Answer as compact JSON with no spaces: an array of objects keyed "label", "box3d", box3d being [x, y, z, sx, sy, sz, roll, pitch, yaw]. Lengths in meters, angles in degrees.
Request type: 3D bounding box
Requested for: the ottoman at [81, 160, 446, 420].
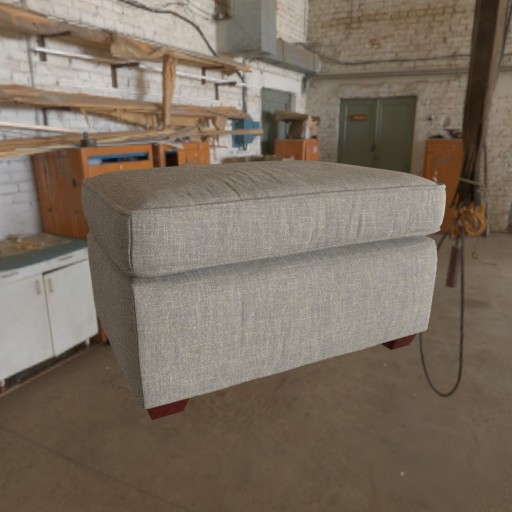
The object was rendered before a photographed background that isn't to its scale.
[{"label":"ottoman","box3d":[0.000,0.000,1.125,0.762,0.457,0.559,-8,18,-26]}]
